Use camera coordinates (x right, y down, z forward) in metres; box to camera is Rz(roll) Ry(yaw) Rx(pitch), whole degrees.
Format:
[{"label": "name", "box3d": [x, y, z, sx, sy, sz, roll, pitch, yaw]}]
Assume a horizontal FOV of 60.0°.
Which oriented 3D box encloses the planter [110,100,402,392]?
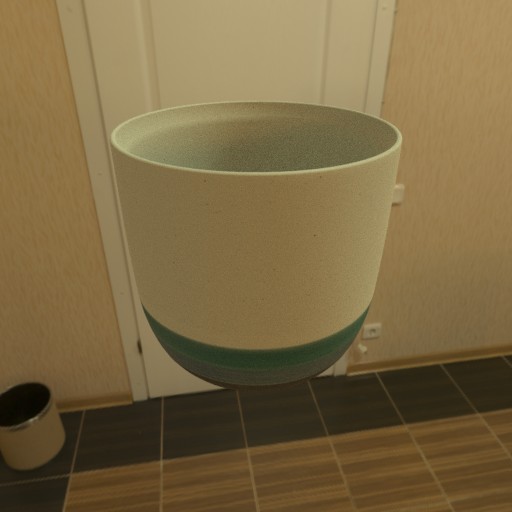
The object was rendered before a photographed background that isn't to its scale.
[{"label": "planter", "box3d": [0.000, 0.000, 0.373, 0.204, 0.214, 0.204, 0, 30, 0]}]
